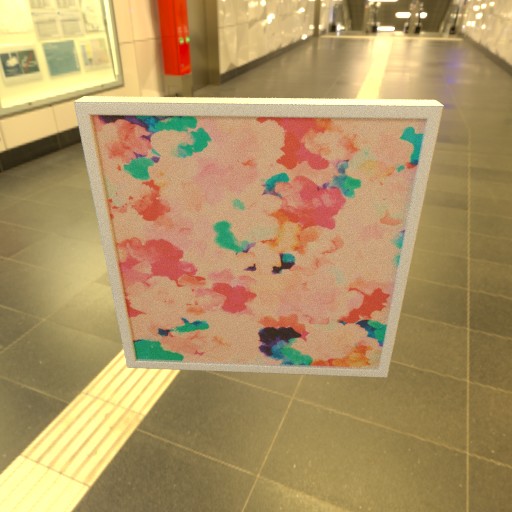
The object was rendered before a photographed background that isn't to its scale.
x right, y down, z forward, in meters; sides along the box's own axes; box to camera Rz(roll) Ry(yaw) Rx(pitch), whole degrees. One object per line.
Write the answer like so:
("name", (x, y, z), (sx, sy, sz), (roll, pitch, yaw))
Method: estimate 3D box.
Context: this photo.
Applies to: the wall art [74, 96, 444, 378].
("wall art", (0.000, 0.000, 0.750), (0.506, 0.505, 0.038), (2, 31, 3))
